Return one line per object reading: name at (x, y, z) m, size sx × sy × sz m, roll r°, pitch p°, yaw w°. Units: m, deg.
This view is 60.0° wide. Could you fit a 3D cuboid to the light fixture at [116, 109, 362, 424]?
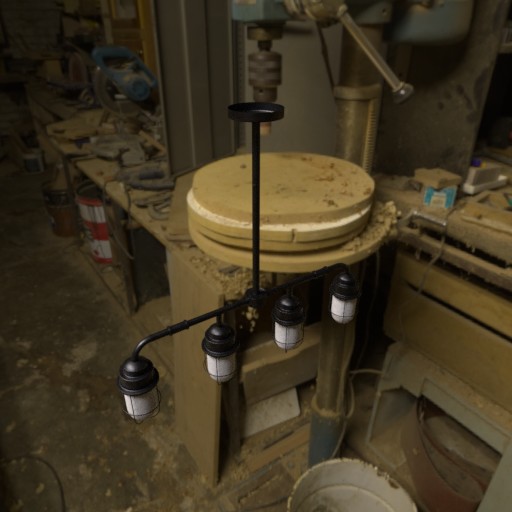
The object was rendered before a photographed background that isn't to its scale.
light fixture at (0.000, 0.000, 1.213) m, size 0.852 × 0.785 × 0.131 m, roll -18°, pitch 34°, yaw -30°
